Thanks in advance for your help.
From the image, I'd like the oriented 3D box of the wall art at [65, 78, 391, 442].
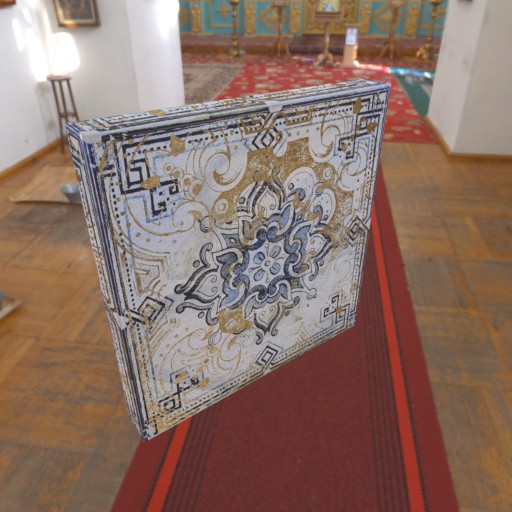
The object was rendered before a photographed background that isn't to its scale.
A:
[{"bbox_3d":[0.000,0.000,0.450,0.302,0.306,0.038,-21,37,-31],"label":"wall art"}]
